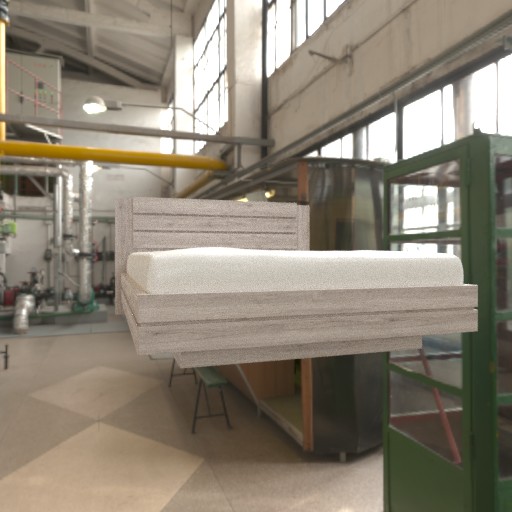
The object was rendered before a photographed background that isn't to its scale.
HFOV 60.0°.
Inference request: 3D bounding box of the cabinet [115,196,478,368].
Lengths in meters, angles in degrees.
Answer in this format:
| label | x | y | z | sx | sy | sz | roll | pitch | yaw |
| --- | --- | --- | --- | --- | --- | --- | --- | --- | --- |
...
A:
| label | x | y | z | sx | sy | sz | roll | pitch | yaw |
| --- | --- | --- | --- | --- | --- | --- | --- | --- | --- |
| cabinet | 0.000 | 0.000 | 2.948 | 1.750 | 0.970 | 2.080 | 0 | 0 | -19 |
